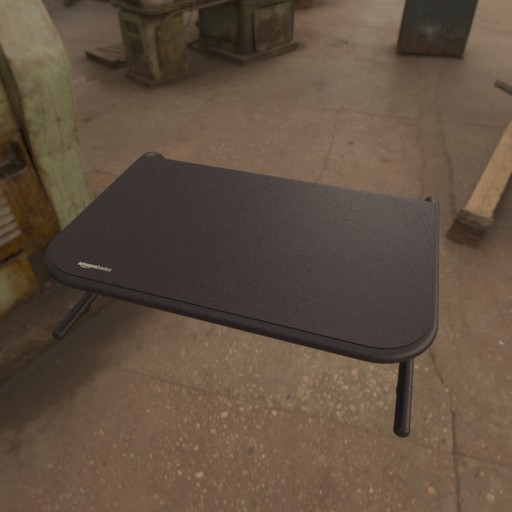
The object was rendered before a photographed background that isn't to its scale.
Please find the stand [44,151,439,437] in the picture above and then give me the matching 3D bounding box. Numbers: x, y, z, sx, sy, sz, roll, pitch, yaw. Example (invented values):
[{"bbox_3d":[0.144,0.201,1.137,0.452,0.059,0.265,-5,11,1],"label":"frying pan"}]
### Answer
[{"bbox_3d":[0.000,0.000,0.499,0.370,0.108,0.280,12,42,13],"label":"stand"}]
